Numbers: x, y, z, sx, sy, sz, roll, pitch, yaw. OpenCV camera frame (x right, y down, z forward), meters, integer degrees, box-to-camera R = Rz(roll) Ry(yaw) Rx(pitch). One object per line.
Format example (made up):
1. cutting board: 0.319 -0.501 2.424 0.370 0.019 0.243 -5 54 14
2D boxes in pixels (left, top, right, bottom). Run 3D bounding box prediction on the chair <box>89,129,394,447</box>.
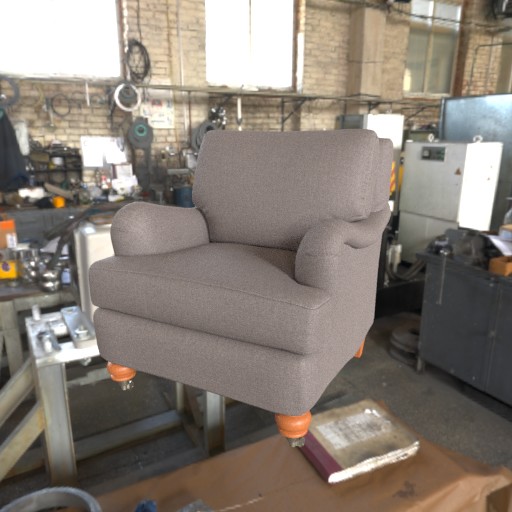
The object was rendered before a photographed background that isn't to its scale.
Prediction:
1. chair: 0.000 0.000 1.879 0.955 1.038 1.070 8 17 26
